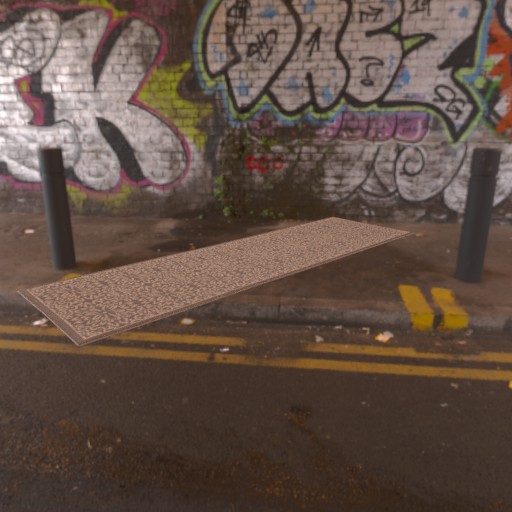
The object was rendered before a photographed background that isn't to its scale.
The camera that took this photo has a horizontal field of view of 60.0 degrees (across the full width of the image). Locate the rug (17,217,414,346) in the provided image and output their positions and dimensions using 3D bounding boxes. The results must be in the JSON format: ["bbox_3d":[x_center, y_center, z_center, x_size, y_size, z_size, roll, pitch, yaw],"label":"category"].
[{"bbox_3d":[0.000,0.000,2.390,2.196,0.011,0.662,-15,23,-41],"label":"rug"}]
